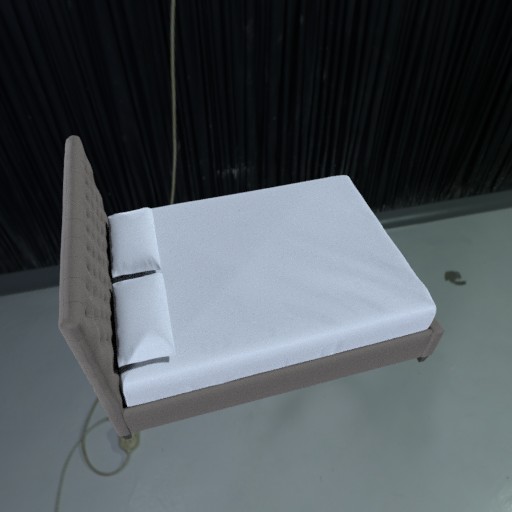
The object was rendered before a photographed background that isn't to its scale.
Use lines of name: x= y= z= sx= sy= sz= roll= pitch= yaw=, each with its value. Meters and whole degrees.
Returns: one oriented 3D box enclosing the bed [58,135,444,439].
bed: x=0.000 y=0.000 z=3.323 sx=2.387 sy=1.427 sz=1.698 roll=-11 pitch=48 yaw=-10
